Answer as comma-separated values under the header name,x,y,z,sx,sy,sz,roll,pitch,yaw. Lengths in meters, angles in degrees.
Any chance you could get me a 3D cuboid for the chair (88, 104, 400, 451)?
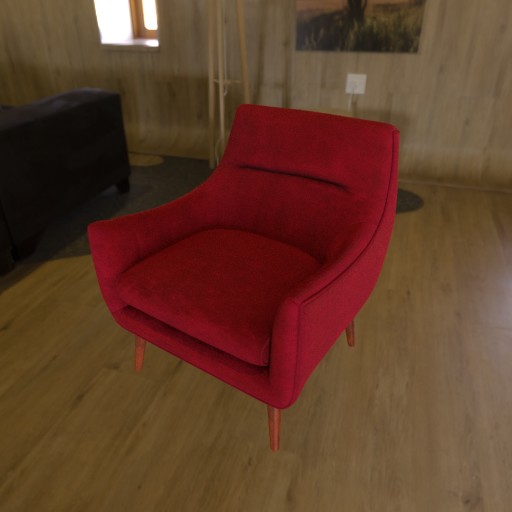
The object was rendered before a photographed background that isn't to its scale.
name,x,y,z,sx,sy,sz,roll,pitch,yaw
chair,0.000,0.000,1.502,0.762,0.838,0.787,19,35,29
